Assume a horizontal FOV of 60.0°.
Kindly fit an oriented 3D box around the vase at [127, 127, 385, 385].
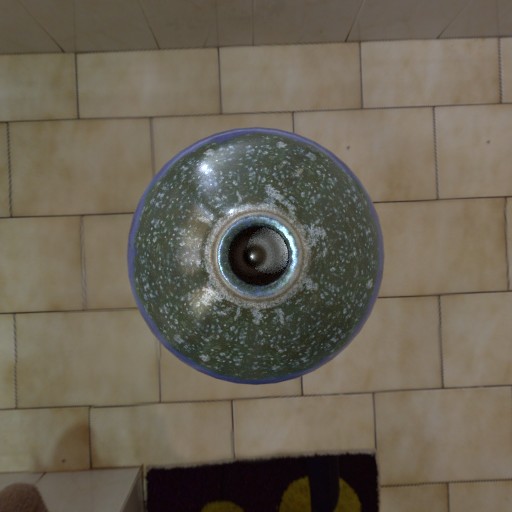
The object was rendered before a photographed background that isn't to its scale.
[{"bbox_3d":[0.000,0.000,0.266,0.154,0.133,0.154,0,90,-1],"label":"vase"}]
